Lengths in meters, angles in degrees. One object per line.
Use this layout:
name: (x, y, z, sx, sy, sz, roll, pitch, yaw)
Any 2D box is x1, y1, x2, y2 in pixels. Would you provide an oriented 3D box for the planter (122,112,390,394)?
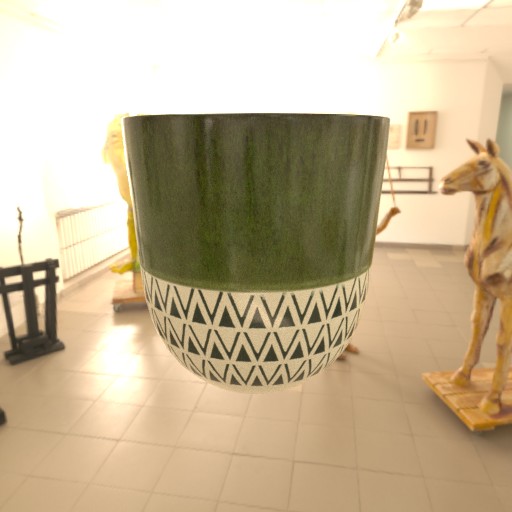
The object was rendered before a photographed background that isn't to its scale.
planter: (0.000, 0.000, 0.456, 0.245, 0.270, 0.245, 0, 15, 0)
